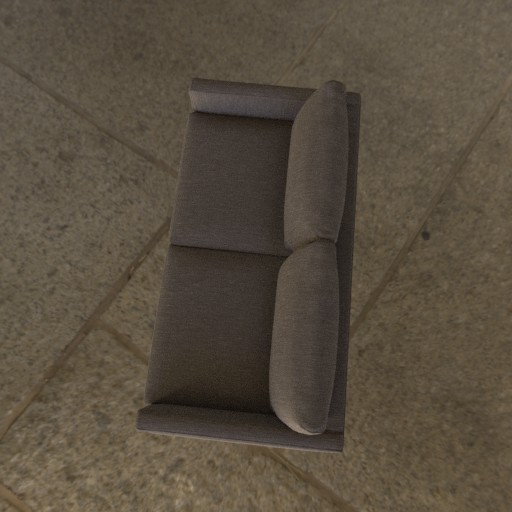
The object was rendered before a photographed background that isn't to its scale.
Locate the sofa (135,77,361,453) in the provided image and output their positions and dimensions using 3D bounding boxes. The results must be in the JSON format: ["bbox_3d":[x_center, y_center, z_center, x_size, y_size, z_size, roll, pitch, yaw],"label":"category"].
[{"bbox_3d":[0.000,0.000,2.177,0.875,0.840,1.682,6,76,1],"label":"sofa"}]
